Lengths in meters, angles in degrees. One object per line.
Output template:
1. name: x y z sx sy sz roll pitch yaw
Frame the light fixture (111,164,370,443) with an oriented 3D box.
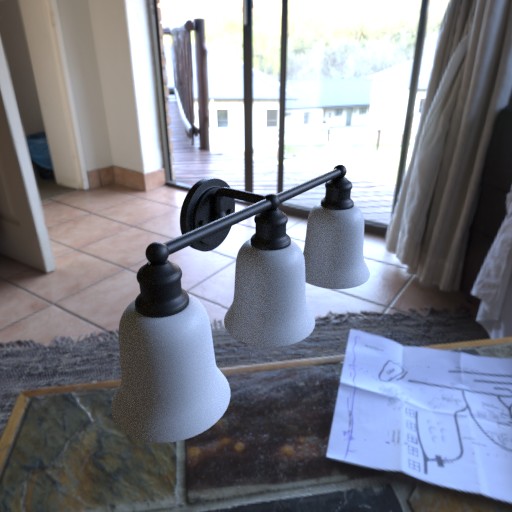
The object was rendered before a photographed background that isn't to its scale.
1. light fixture: 0.000 0.000 0.676 0.198 0.211 0.570 17 30 32
